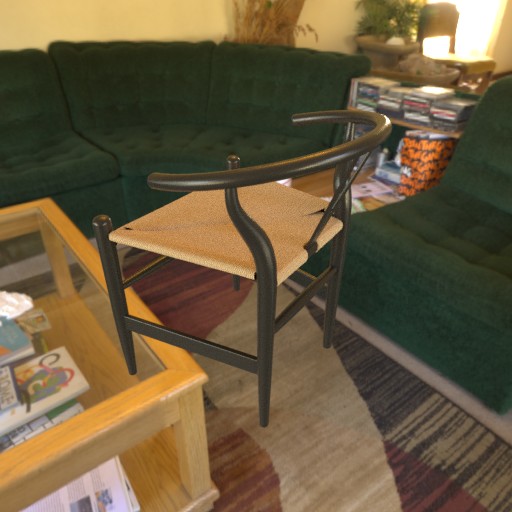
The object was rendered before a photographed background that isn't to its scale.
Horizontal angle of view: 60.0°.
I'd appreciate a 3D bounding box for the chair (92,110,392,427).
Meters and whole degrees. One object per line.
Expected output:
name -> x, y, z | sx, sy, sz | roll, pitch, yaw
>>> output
chair -> 0.000, 0.000, 1.149 | 0.570, 0.739, 0.570 | 20, 37, 29
